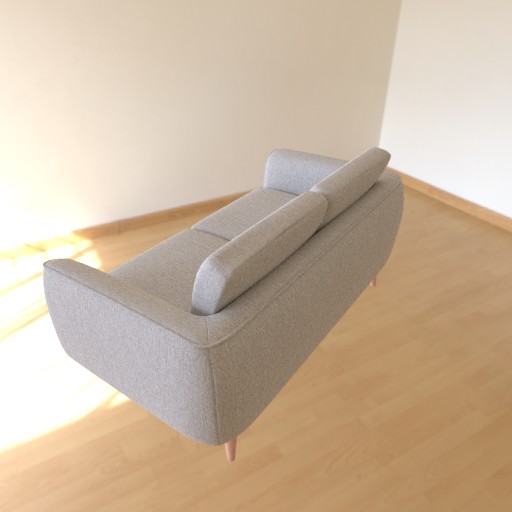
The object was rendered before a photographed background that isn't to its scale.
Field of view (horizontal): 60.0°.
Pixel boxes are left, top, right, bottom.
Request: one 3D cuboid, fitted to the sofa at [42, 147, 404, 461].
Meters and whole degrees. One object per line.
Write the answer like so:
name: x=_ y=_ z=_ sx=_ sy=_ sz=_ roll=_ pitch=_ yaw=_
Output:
sofa: x=0.000 y=0.000 z=2.142 sx=0.920 sy=0.850 sz=1.700 roll=20 pitch=37 yaw=29
